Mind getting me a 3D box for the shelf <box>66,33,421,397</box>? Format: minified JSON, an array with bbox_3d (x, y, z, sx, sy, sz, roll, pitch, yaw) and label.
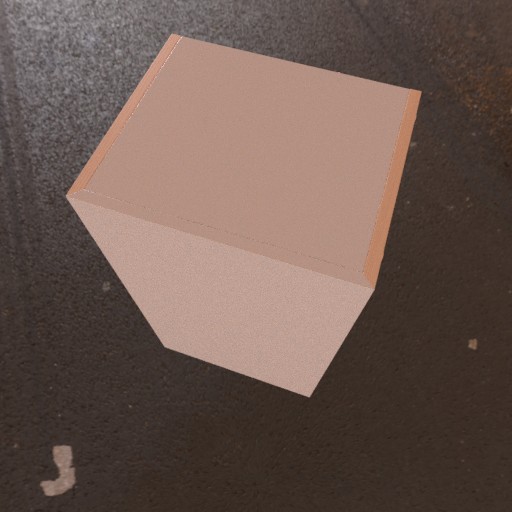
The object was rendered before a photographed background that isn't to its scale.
[{"bbox_3d":[0.000,0.000,0.794,0.350,0.600,0.290,17,64,9],"label":"shelf"}]
